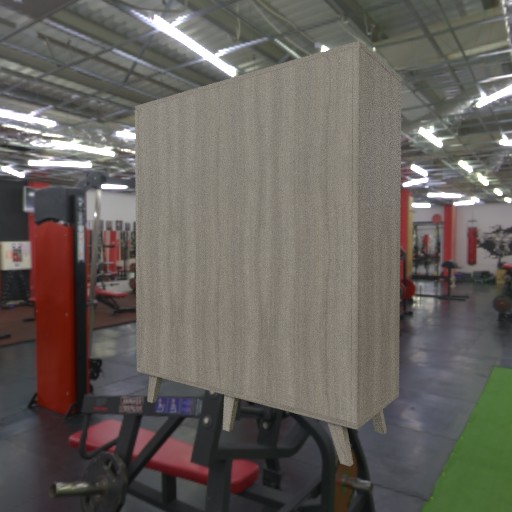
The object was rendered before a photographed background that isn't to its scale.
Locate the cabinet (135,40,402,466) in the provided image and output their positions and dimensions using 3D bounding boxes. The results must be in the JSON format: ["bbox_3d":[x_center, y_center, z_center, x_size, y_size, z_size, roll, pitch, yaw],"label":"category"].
[{"bbox_3d":[0.000,0.000,1.908,1.111,1.388,0.398,1,2,37],"label":"cabinet"}]
